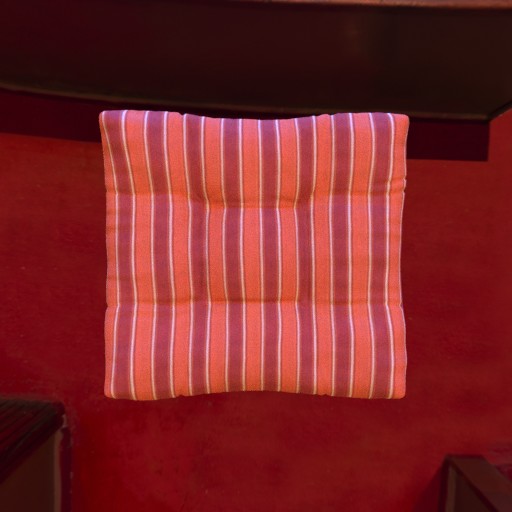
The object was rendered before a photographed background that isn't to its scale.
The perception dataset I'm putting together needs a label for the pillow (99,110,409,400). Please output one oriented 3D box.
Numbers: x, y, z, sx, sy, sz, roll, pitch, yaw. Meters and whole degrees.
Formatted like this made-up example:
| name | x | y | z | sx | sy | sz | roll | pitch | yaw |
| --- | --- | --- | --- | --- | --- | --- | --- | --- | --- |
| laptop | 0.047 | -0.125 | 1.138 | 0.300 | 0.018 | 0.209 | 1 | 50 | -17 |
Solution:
| name | x | y | z | sx | sy | sz | roll | pitch | yaw |
| --- | --- | --- | --- | --- | --- | --- | --- | --- | --- |
| pillow | 0.000 | 0.000 | 0.729 | 0.490 | 0.133 | 0.468 | 0 | 91 | -1 |
